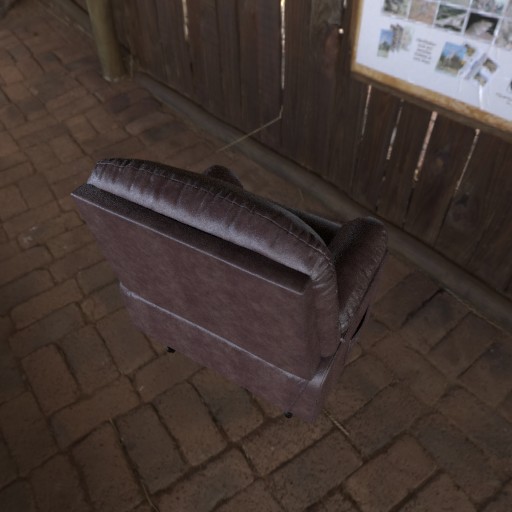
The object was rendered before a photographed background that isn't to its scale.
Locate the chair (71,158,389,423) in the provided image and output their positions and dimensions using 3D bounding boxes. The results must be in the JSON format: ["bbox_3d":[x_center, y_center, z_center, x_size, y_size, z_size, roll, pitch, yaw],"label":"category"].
[{"bbox_3d":[0.000,0.000,1.770,0.940,1.041,0.879,23,50,21],"label":"chair"}]
